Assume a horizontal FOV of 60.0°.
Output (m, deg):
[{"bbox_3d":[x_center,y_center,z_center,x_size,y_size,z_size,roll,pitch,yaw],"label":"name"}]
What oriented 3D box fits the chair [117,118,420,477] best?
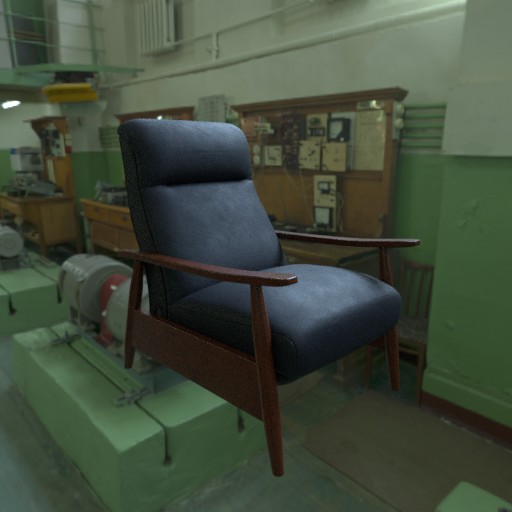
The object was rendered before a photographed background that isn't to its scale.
[{"bbox_3d":[0.000,0.000,1.786,0.762,1.082,1.014,-13,19,-42],"label":"chair"}]
